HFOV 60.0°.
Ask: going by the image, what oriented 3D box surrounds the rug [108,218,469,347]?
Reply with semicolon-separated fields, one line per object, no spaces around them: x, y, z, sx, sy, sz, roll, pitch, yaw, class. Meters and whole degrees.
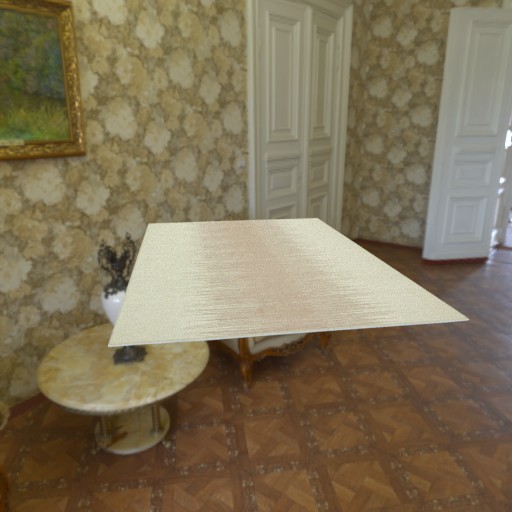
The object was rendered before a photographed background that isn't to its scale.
0.000;0.000;2.344;1.234;0.006;1.850;-3;16;-9;rug
